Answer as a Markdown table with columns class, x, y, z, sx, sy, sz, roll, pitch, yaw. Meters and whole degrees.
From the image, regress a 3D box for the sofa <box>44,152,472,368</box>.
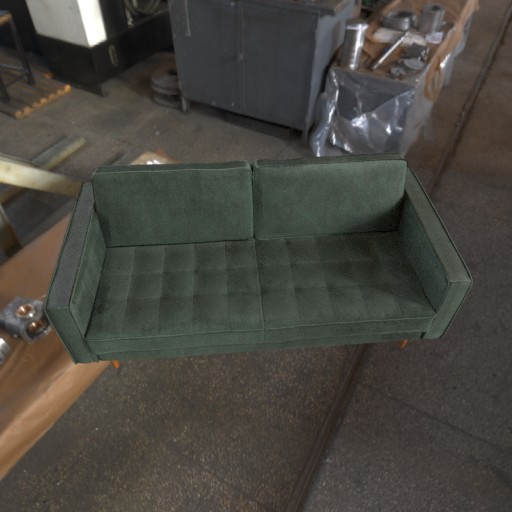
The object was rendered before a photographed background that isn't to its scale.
| class | x | y | z | sx | sy | sz | roll | pitch | yaw |
| --- | --- | --- | --- | --- | --- | --- | --- | --- | --- |
| sofa | 0.000 | 0.000 | 2.251 | 1.816 | 0.781 | 0.886 | -3 | 46 | -3 |
